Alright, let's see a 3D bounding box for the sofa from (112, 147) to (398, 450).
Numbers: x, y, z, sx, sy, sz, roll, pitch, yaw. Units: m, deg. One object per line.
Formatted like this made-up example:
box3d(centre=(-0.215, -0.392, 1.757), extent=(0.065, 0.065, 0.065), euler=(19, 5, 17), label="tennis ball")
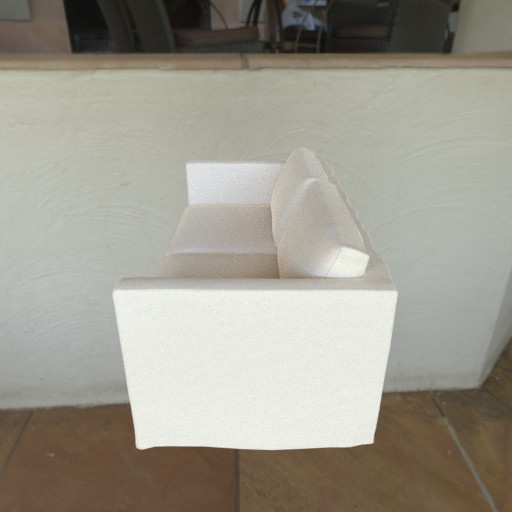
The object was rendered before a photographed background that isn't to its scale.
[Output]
box3d(centre=(0.000, 0.000, 2.325), extent=(0.962, 0.834, 1.746), euler=(0, 26, 0), label="sofa")
